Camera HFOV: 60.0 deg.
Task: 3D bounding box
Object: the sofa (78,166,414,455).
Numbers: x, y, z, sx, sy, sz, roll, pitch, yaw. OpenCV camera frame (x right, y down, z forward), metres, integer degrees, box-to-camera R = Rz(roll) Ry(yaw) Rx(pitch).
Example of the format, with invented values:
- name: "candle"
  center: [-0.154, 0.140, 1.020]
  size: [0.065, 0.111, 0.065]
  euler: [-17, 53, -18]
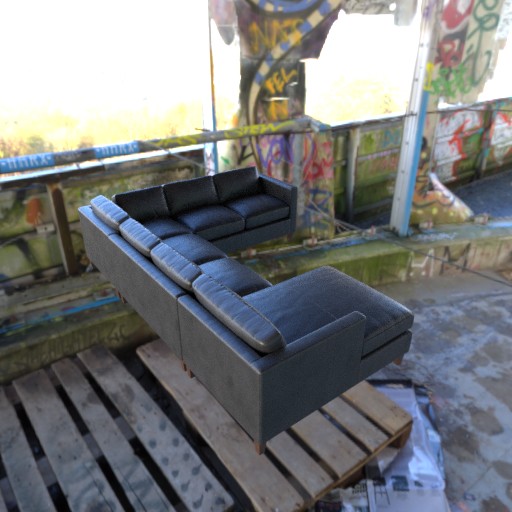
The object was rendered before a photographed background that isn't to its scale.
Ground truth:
- name: "sofa"
  center: [0.000, 0.000, 4.505]
  size: [2.452, 0.891, 3.324]
  euler: [-19, 33, -32]
